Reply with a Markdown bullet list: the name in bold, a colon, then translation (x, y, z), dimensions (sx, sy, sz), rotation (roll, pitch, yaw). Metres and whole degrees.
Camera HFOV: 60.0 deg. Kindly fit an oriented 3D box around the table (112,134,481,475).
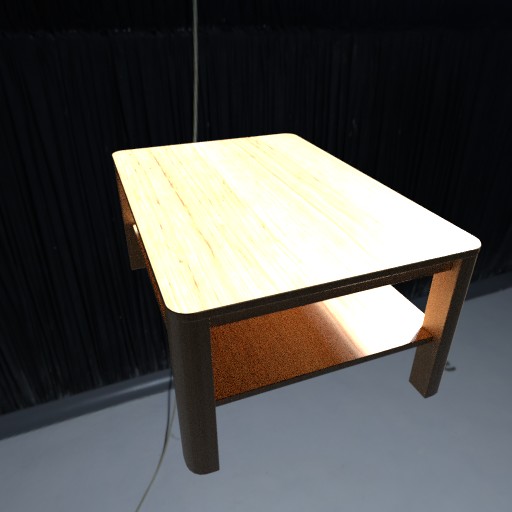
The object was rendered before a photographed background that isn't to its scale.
- **table**: translation (0.000, 0.000, 1.360), dimensions (0.696, 0.445, 0.997), rotation (-11, 32, -18)
